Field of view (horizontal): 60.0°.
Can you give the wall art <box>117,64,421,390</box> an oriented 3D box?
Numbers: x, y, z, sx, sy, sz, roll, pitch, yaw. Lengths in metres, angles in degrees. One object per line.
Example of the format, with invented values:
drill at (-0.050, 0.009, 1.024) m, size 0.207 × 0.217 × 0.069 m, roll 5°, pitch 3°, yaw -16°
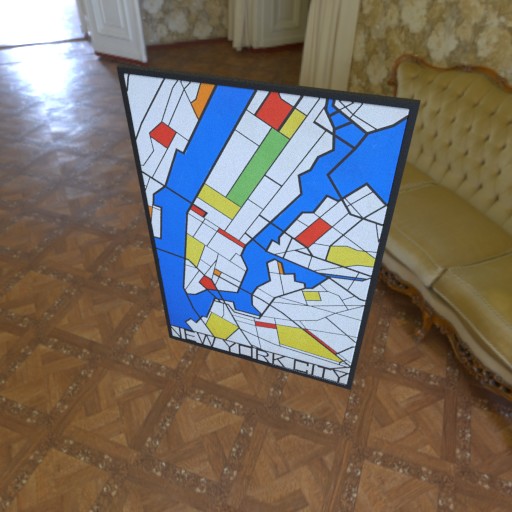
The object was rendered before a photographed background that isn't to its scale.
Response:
wall art at (0.000, 0.000, 0.856) m, size 0.460 × 0.660 × 0.013 m, roll 13°, pitch 42°, yaw 15°
